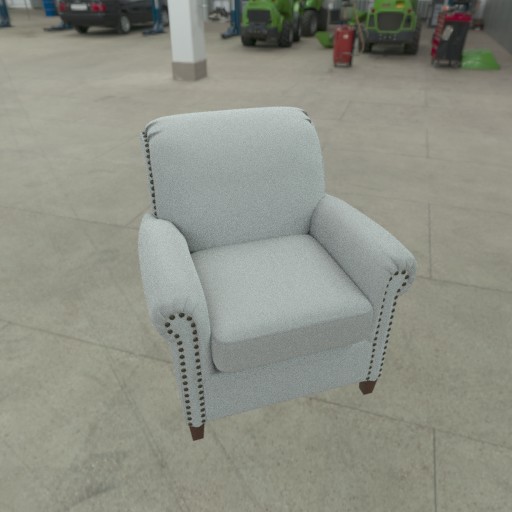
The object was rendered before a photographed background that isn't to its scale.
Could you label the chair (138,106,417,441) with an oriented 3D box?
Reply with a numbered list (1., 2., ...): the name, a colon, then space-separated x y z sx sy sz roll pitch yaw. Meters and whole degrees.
1. chair: 0.000 0.000 1.680 0.854 0.927 0.890 -10 33 -15
